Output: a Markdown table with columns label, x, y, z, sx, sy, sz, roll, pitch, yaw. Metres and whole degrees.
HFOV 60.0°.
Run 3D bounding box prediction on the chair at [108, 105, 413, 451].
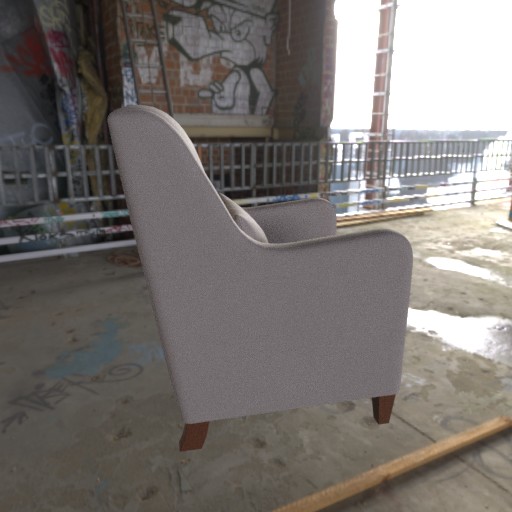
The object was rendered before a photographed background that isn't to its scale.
| label | x | y | z | sx | sy | sz | roll | pitch | yaw |
| --- | --- | --- | --- | --- | --- | --- | --- | --- | --- |
| chair | 0.000 | 0.000 | 1.583 | 0.863 | 1.010 | 0.715 | -3 | 16 | -11 |
